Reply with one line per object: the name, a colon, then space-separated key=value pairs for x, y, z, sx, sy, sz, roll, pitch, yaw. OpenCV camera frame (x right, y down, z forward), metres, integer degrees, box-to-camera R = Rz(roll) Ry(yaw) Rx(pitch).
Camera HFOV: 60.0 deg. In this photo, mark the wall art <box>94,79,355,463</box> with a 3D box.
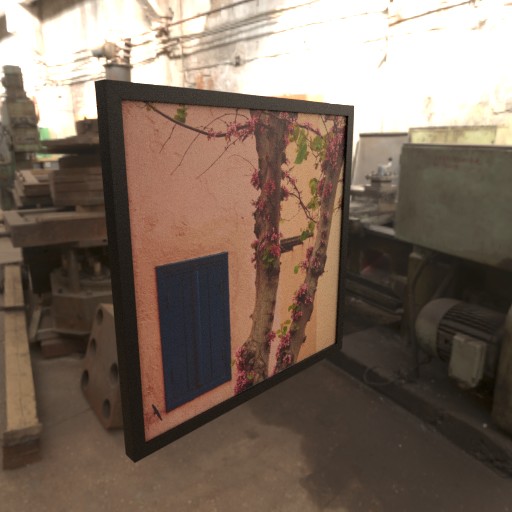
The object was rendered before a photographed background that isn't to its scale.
wall art: x=0.000 y=0.000 z=1.118 sx=0.762 sy=0.762 sz=0.038 roll=-14 pitch=20 yaw=-43
